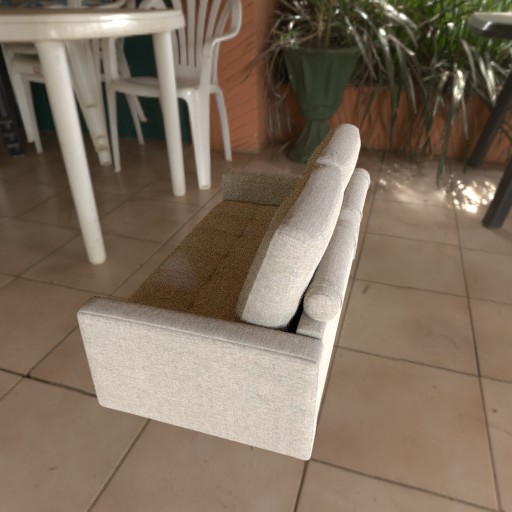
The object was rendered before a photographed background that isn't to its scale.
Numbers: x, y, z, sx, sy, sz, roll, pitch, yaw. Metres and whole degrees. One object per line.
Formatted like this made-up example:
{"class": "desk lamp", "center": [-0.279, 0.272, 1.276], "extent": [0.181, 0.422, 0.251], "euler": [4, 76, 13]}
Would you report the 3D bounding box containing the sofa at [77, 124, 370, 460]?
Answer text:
{"class": "sofa", "center": [0.000, 0.000, 1.930], "extent": [0.842, 0.907, 1.407], "euler": [9, 32, 15]}
